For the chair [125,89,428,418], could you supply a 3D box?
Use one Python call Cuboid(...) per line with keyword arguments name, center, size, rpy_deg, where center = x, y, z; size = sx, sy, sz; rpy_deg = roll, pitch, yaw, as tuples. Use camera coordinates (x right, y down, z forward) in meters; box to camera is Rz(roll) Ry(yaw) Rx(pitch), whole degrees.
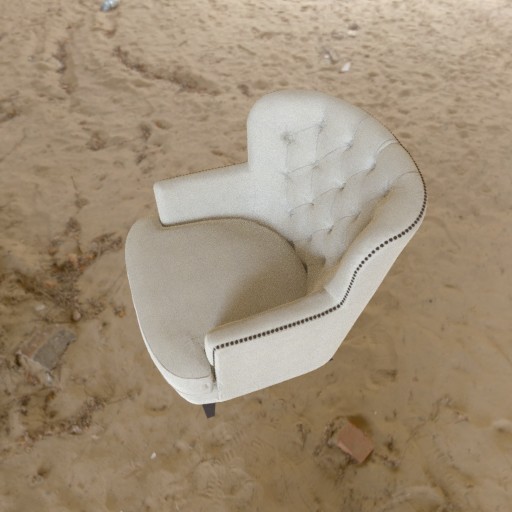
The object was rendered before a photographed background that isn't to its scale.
Cuboid(name="chair", center=(0.000, 0.000, 1.598), size=(0.906, 0.868, 0.848), rpy_deg=(-15, 48, -14))
